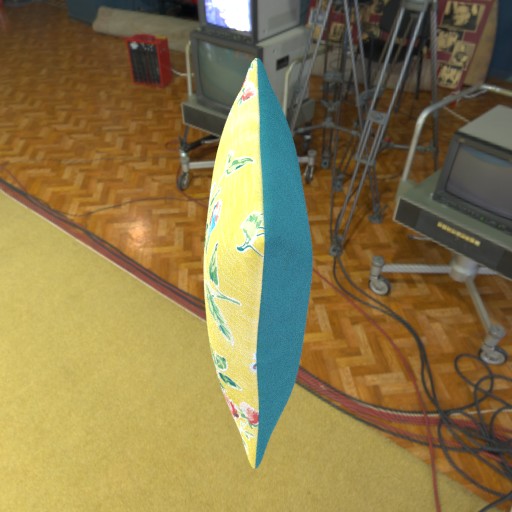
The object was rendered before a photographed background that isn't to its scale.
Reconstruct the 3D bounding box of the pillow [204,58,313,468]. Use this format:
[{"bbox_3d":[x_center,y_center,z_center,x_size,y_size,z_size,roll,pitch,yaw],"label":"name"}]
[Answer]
[{"bbox_3d":[0.000,0.000,0.780,0.166,0.508,0.525,0,42,-1],"label":"pillow"}]
